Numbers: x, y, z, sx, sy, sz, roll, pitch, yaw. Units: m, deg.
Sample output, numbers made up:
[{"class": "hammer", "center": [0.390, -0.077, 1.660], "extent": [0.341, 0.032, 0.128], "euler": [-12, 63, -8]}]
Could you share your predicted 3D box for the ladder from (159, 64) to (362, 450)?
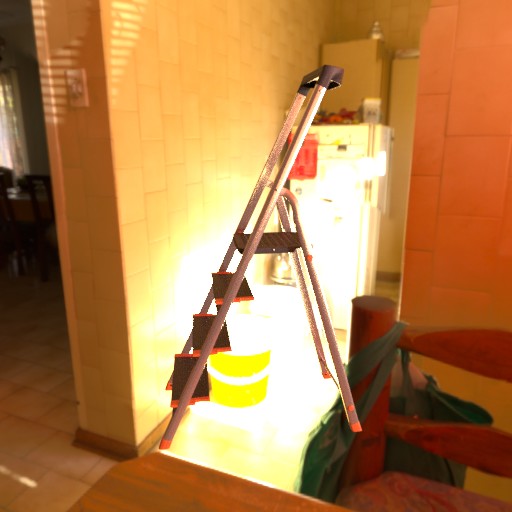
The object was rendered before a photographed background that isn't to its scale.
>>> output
[{"class": "ladder", "center": [0.000, 0.000, 1.827], "extent": [0.834, 1.429, 0.452], "euler": [-2, 15, -8]}]
